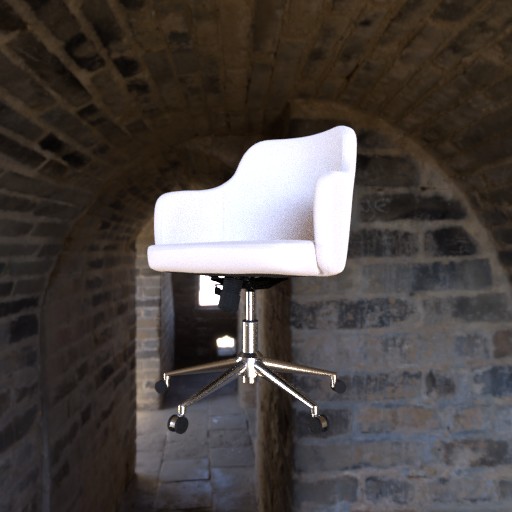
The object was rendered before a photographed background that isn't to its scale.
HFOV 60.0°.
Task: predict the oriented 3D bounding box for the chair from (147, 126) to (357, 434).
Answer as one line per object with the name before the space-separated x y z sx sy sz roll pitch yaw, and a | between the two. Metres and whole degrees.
chair | 0.000 0.000 1.274 0.602 0.819 0.647 0 -1 37
